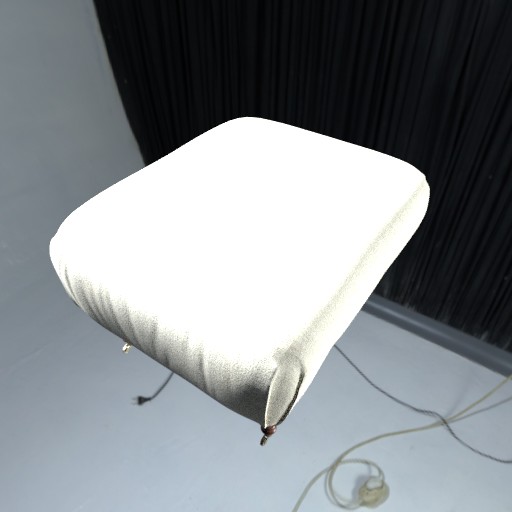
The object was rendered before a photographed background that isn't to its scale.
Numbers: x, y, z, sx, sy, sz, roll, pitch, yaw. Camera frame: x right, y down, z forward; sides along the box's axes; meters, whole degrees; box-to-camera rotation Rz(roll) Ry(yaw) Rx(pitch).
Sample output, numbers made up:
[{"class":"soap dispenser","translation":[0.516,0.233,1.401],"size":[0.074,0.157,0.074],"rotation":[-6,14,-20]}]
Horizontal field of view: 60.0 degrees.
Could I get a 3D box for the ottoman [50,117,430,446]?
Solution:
[{"class":"ottoman","translation":[0.000,0.000,1.110],"size":[0.622,0.450,0.747],"rotation":[25,47,25]}]
